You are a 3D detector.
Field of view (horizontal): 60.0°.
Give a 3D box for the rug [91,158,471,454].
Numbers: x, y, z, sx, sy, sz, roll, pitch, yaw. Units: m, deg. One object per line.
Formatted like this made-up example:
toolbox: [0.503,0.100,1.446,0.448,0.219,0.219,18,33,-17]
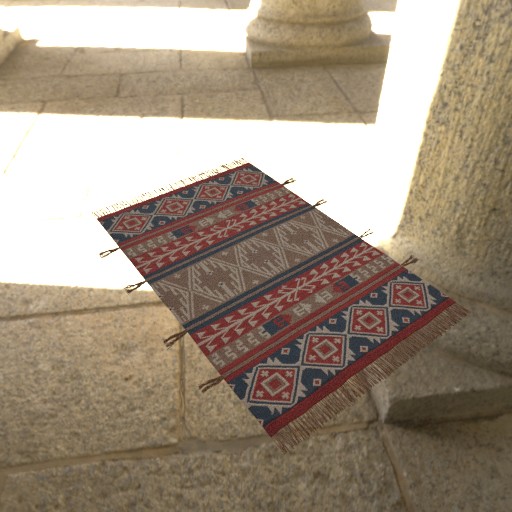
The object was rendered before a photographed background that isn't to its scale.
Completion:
rug: [0.000,0.000,3.121,1.778,0.048,2.450,-26,47,-27]
